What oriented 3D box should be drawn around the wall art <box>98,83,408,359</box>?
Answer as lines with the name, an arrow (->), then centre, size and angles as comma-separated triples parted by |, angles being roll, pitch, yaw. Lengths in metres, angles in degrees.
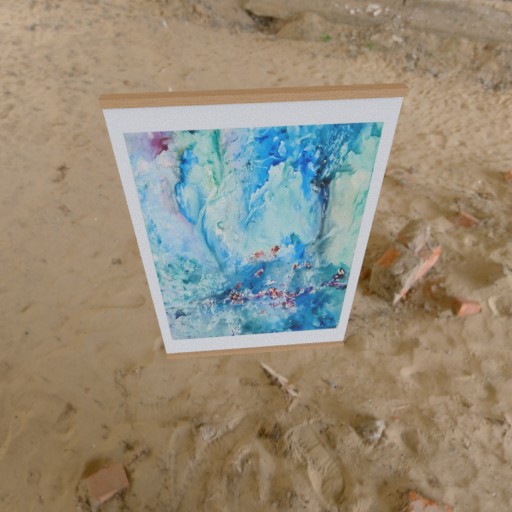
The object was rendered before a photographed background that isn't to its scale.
wall art -> 0.000, 0.000, 1.964 | 0.991, 1.510, 0.040 | -3, 46, -3
